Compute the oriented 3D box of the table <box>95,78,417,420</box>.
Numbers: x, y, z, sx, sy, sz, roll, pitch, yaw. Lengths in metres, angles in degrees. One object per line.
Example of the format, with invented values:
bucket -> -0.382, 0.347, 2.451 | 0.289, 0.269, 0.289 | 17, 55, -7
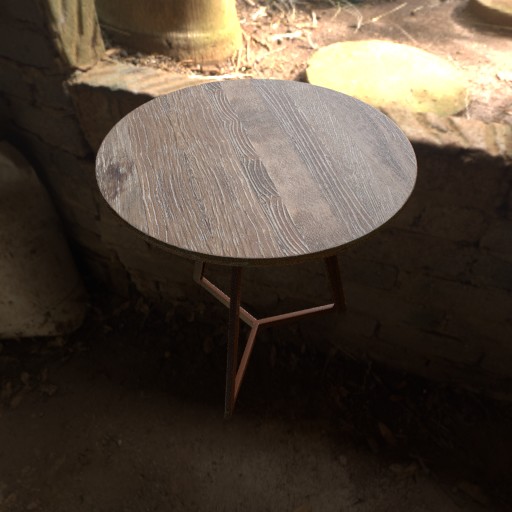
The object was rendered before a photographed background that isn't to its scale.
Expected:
table -> 0.000, 0.000, 0.885 | 0.500, 0.500, 0.500 | 0, 46, 0
